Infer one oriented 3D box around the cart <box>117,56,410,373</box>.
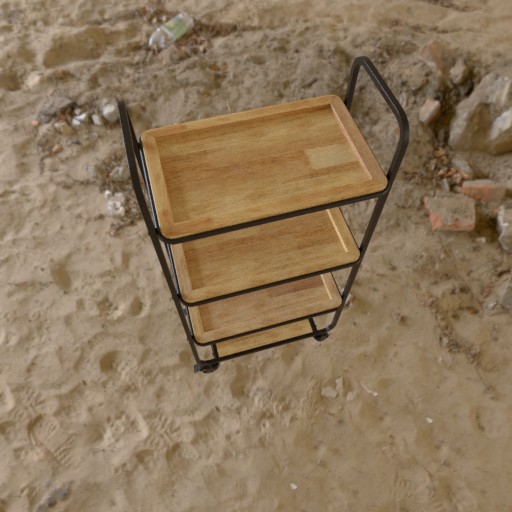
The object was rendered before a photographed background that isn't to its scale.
[{"bbox_3d":[0.000,0.000,1.305,0.545,1.080,0.321,-14,60,-8],"label":"cart"}]
